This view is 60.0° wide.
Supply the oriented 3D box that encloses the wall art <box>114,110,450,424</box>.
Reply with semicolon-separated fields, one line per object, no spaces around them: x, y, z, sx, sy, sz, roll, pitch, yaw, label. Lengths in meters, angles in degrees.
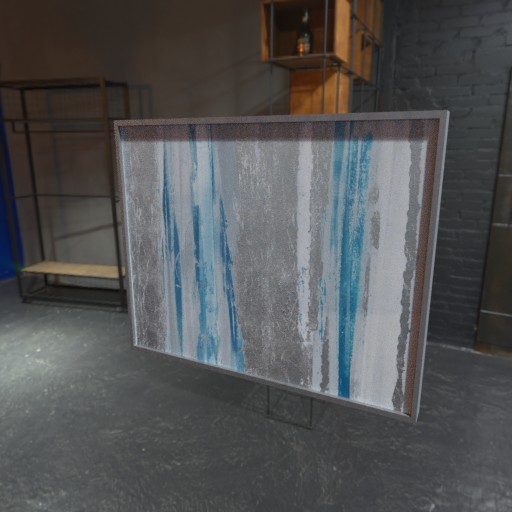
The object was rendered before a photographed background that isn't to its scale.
0.000;0.000;0.750;0.557;0.450;0.037;7;16;26;wall art
